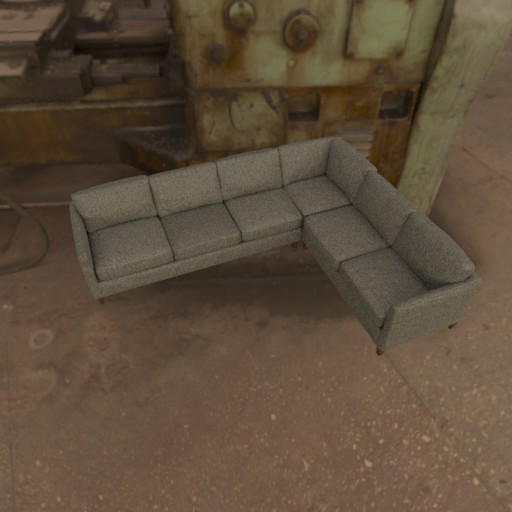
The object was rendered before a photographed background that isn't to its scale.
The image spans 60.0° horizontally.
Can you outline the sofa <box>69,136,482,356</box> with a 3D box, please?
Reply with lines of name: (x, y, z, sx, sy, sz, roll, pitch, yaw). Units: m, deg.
sofa: (0.000, 0.000, 4.449, 3.302, 0.947, 2.593, -16, 47, -15)
